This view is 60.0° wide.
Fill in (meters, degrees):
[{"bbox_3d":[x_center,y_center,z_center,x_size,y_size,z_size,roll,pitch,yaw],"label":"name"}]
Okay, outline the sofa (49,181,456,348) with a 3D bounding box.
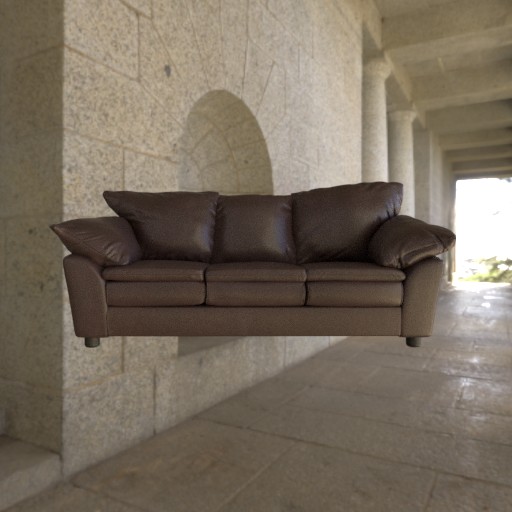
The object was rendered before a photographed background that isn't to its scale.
[{"bbox_3d":[0.000,0.000,2.986,2.390,1.091,0.907,0,0,0],"label":"sofa"}]
